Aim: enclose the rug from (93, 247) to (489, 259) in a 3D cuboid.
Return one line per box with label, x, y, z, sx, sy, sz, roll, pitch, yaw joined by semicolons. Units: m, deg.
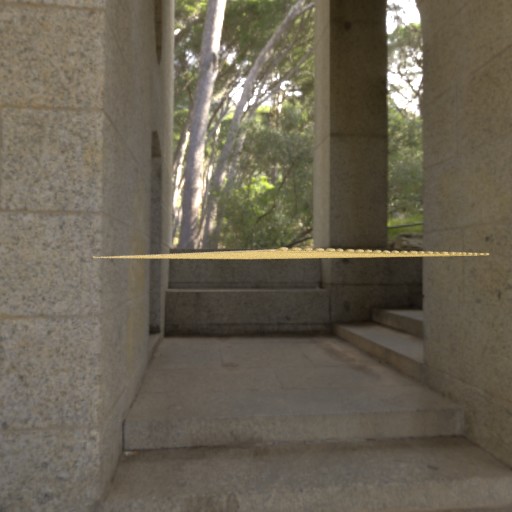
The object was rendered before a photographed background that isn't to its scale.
rug;0.000;0.000;2.331;1.162;0.013;1.875;1;-1;-36
